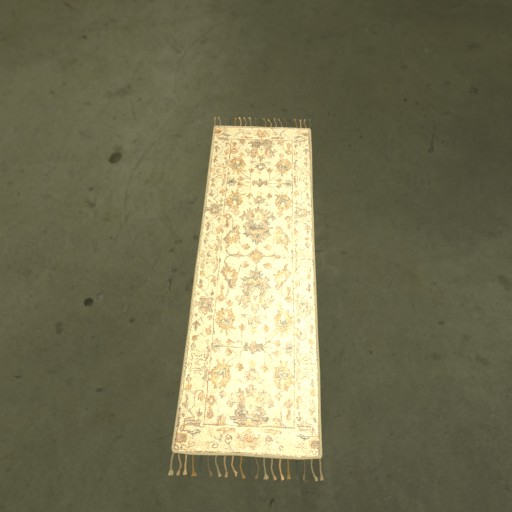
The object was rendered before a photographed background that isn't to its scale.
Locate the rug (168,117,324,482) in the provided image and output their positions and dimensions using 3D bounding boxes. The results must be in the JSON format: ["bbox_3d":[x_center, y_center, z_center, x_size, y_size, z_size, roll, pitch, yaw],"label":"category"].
[{"bbox_3d":[0.000,0.000,2.691,0.729,0.021,2.438,2,58,1],"label":"rug"}]
